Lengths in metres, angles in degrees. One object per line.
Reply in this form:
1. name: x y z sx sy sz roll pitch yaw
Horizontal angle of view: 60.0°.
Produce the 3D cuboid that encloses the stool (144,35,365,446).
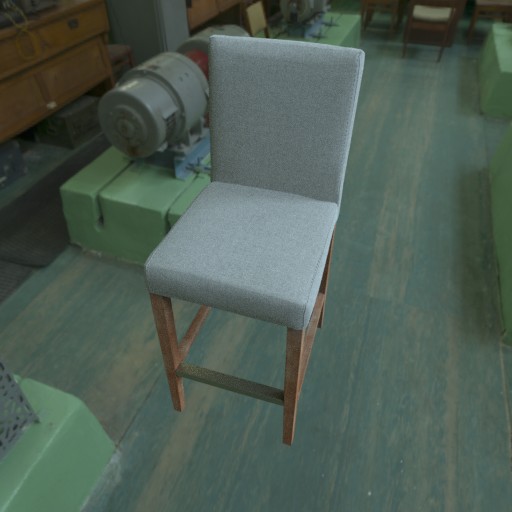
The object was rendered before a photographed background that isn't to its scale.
1. stool: 0.000 0.000 1.341 0.439 1.088 0.570 12 42 13
